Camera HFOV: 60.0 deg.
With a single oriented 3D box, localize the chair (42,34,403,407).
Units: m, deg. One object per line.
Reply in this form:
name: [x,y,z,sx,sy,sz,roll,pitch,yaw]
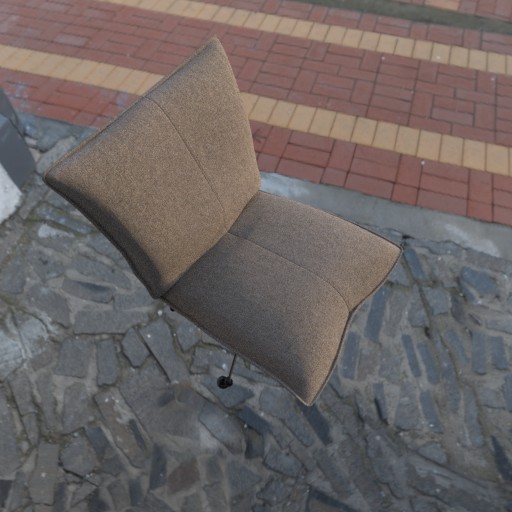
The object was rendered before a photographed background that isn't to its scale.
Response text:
chair: [0.000,0.000,1.268,0.696,0.811,0.597,31,63,18]
